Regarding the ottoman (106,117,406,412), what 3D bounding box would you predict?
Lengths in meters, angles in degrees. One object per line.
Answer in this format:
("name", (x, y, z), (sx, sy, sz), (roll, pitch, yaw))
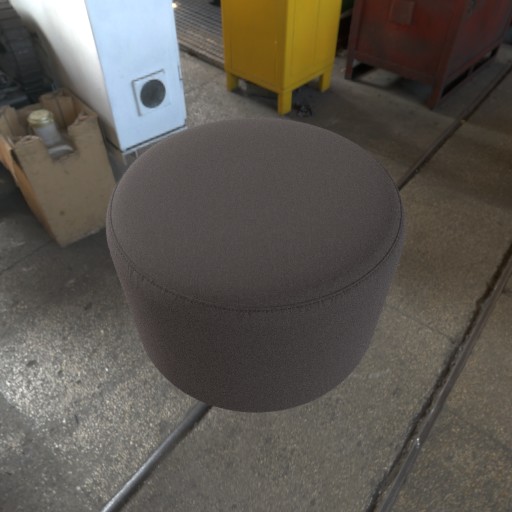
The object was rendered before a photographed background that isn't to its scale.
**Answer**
("ottoman", (0.000, 0.000, 1.030), (0.608, 0.433, 0.608), (0, 47, 0))
